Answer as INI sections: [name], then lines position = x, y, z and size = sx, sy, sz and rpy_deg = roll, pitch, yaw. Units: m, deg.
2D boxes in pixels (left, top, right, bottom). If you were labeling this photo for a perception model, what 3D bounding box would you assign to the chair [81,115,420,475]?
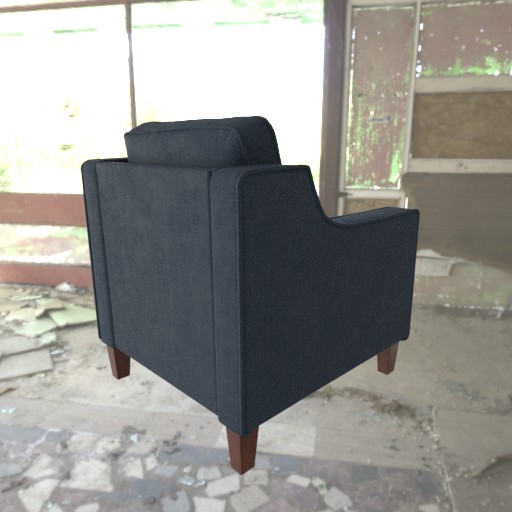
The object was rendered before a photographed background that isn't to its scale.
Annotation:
[chair]
position = 0.000, 0.000, 1.645
size = 0.909, 0.960, 0.831
rpy_deg = -14, 20, -42
